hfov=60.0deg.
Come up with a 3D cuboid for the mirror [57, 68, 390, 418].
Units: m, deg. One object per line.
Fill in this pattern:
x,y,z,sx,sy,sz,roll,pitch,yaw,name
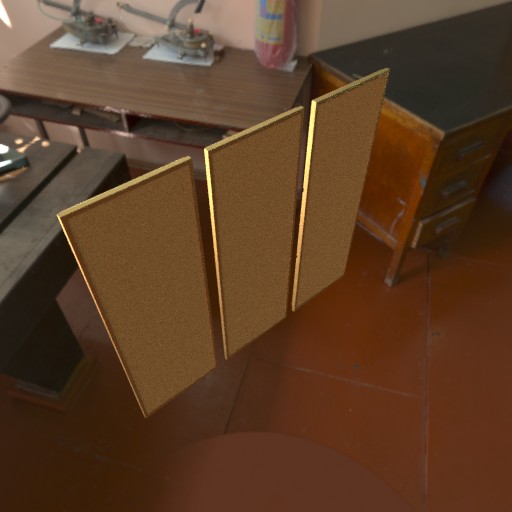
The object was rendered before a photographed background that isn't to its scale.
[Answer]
0.000,0.000,1.421,1.011,0.926,0.023,-32,54,-26,mirror
